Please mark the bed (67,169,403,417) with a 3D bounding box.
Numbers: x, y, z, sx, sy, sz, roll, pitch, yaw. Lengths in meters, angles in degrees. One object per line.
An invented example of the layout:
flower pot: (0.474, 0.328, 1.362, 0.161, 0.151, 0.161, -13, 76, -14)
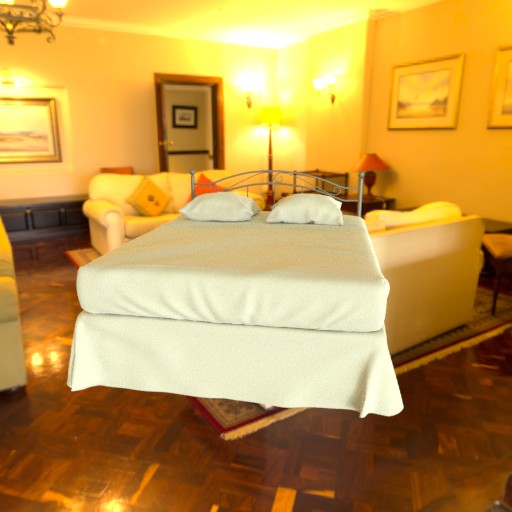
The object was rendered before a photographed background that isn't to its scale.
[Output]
bed: (0.000, 0.000, 3.252, 1.936, 1.080, 2.215, 3, 16, 9)
